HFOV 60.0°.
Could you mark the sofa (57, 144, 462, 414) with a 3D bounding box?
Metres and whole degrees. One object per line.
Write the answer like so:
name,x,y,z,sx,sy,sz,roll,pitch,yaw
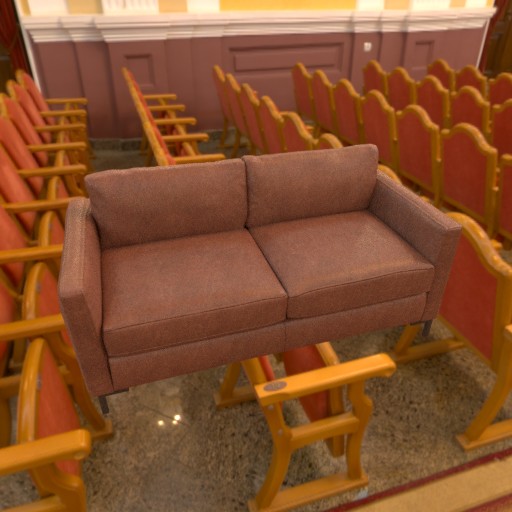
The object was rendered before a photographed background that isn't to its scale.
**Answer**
sofa,0.000,0.000,2.277,1.797,0.883,0.899,-10,33,-15
